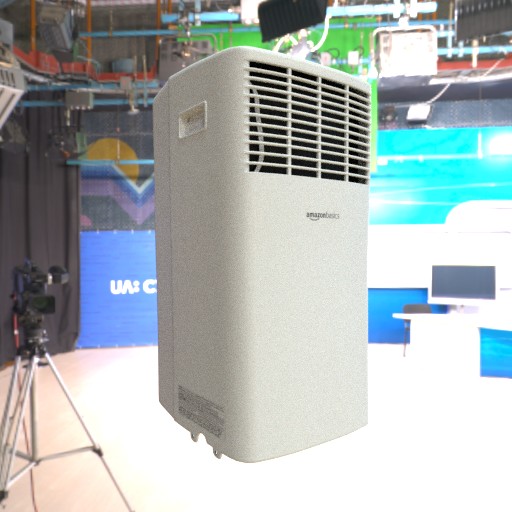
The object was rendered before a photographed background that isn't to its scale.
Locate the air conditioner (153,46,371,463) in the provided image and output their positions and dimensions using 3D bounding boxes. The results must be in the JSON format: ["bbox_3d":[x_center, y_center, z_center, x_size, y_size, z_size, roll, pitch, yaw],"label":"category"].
[{"bbox_3d":[0.000,0.000,0.805,0.304,0.606,0.349,-1,2,-35],"label":"air conditioner"}]
